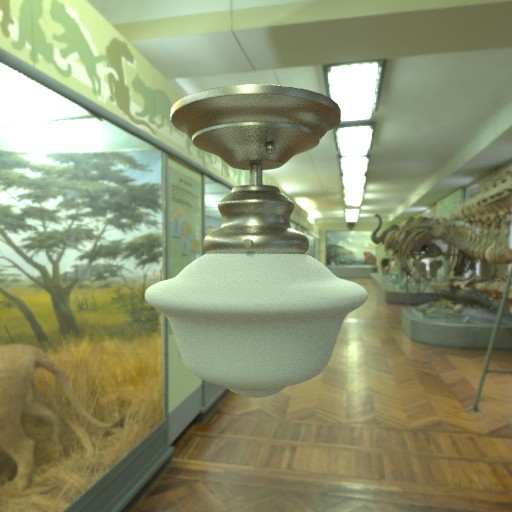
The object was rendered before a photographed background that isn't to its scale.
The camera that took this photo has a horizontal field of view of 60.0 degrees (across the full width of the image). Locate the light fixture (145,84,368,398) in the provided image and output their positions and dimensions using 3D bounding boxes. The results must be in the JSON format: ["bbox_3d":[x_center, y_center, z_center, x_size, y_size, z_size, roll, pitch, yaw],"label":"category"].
[{"bbox_3d":[0.000,0.000,0.402,0.199,0.254,0.199,0,1,0],"label":"light fixture"}]
